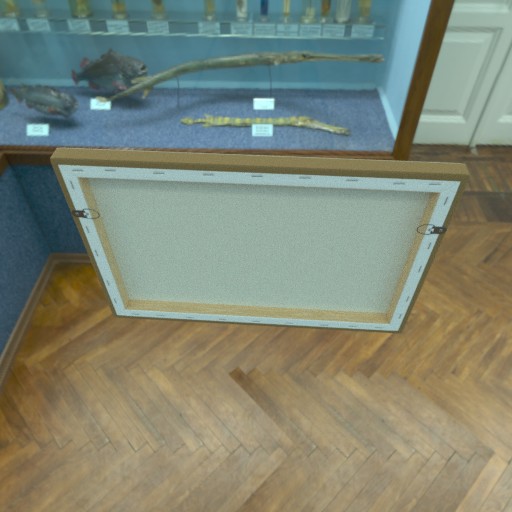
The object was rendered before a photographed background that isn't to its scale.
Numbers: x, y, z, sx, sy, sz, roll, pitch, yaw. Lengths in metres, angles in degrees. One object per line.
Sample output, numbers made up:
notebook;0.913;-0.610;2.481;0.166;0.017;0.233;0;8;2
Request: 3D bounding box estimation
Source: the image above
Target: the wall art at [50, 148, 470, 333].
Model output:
wall art;0.000;0.000;0.496;0.380;0.254;0.019;3;47;3
